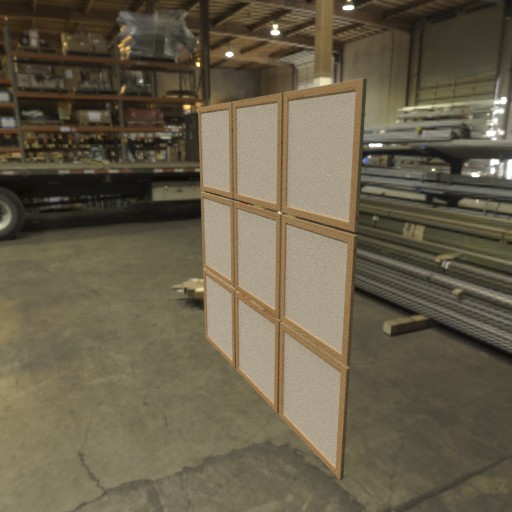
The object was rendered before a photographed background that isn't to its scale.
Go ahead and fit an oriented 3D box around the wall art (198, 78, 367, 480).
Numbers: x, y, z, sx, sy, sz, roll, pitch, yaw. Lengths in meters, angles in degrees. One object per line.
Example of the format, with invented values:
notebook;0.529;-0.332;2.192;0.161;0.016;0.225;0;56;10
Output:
wall art;0.000;0.000;1.807;0.013;1.219;1.214;-7;16;-26
